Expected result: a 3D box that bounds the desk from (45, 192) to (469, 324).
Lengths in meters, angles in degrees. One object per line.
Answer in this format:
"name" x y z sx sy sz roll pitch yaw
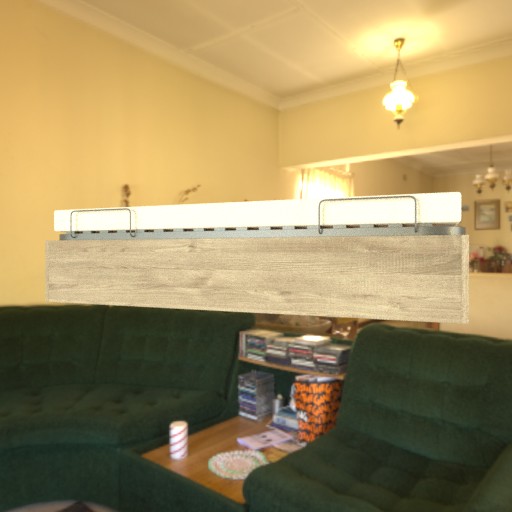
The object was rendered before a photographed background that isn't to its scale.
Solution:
"desk" 0.000 0.000 2.258 1.900 0.455 0.900 0 0 21
